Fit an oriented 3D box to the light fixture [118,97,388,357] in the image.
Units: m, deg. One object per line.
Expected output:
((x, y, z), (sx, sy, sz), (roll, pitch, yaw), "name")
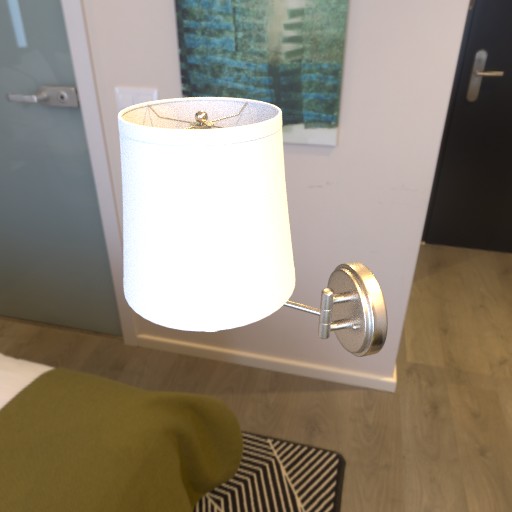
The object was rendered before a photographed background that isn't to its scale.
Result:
((0.000, 0.000, 0.591), (0.348, 0.381, 0.223), (-8, 30, -14), "light fixture")
